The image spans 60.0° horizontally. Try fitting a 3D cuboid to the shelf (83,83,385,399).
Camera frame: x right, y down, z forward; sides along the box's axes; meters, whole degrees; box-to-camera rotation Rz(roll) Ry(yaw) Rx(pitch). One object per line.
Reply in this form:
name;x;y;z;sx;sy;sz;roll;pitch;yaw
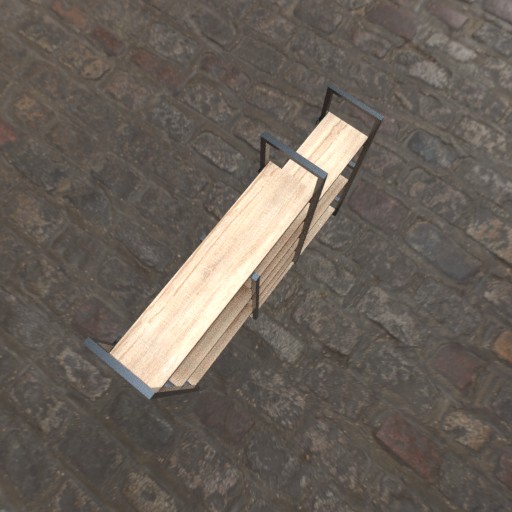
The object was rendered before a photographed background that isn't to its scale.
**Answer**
shelf;0.000;0.000;1.442;0.183;0.921;0.946;36;77;10
